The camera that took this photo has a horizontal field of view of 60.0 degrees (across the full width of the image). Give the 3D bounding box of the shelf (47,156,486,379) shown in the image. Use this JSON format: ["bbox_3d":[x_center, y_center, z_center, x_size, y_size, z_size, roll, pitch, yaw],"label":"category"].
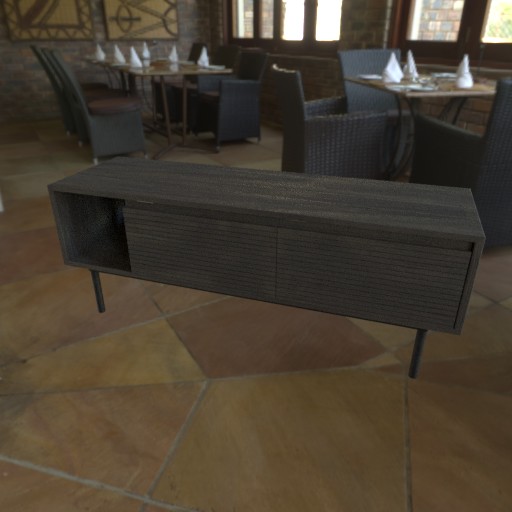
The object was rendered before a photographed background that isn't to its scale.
[{"bbox_3d":[0.000,0.000,1.529,1.300,0.495,0.400,9,28,16],"label":"shelf"}]
